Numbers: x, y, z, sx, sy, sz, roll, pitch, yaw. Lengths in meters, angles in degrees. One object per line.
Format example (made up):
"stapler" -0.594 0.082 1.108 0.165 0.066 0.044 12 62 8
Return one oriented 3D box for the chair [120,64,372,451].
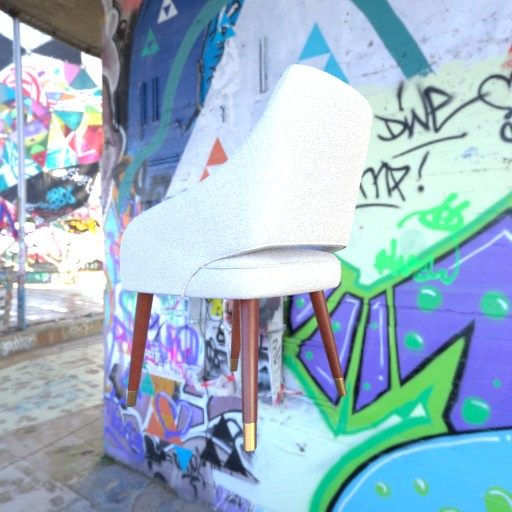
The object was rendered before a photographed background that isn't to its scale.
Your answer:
"chair" 0.000 0.000 1.318 0.600 0.889 0.609 1 1 38
